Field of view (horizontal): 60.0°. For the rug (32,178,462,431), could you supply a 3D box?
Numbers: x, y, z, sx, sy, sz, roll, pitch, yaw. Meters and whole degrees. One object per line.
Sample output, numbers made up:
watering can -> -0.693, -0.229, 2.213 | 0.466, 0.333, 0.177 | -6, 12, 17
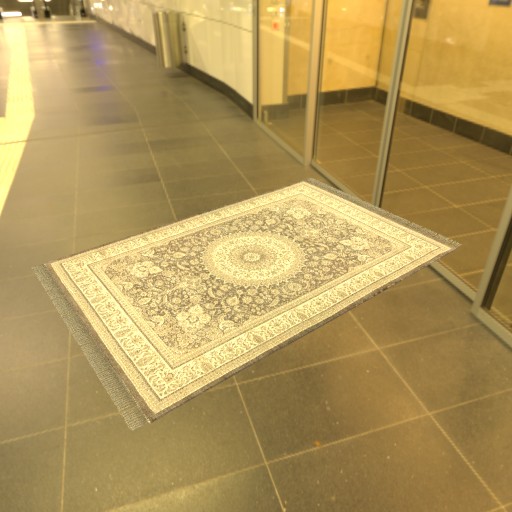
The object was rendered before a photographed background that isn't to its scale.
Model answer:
rug -> 0.000, 0.000, 4.117 | 3.422, 0.015, 2.143 | -22, 38, -31
